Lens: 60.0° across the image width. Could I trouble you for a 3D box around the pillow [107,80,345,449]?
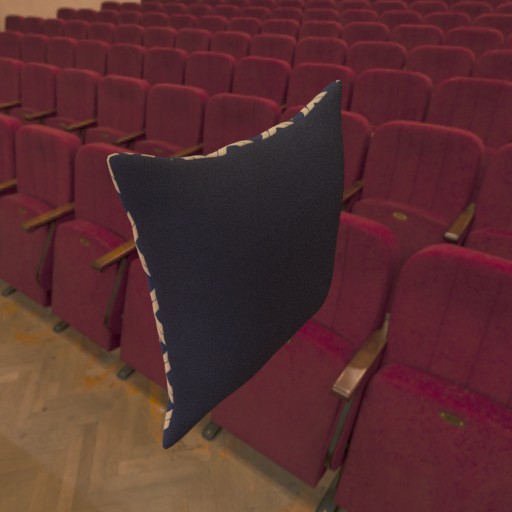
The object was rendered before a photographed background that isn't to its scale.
[{"bbox_3d":[0.000,0.000,0.753,0.188,0.494,0.504,22,38,30],"label":"pillow"}]
